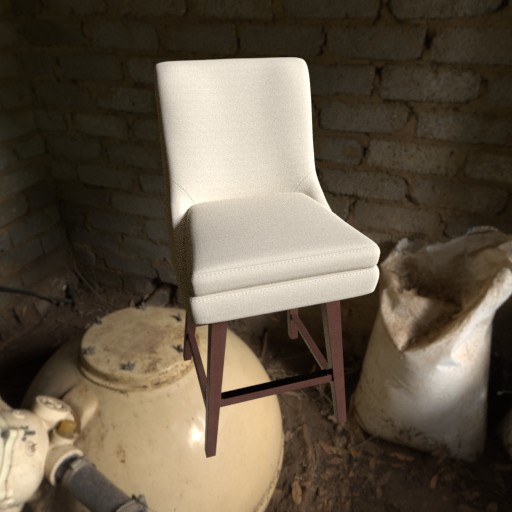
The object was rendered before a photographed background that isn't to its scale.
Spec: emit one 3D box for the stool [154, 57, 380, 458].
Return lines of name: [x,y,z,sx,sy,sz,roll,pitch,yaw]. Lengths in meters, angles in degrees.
stool: [0.000,0.000,1.273,0.483,0.991,0.559,-9,31,-14]
